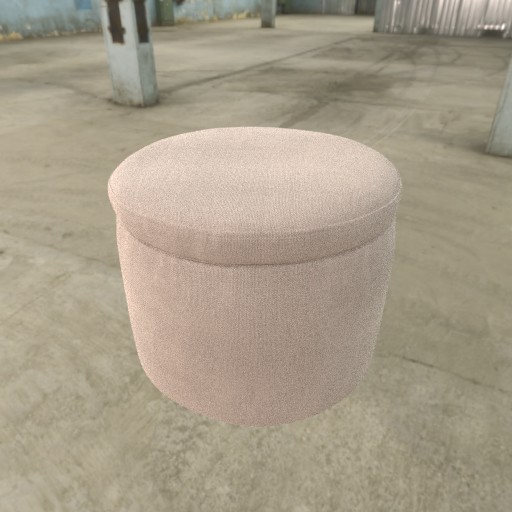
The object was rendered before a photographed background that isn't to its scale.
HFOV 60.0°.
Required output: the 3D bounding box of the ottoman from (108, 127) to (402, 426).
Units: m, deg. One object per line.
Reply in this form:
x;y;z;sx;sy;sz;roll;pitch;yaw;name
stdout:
0.000;0.000;0.851;0.497;0.409;0.497;0;30;0;ottoman
